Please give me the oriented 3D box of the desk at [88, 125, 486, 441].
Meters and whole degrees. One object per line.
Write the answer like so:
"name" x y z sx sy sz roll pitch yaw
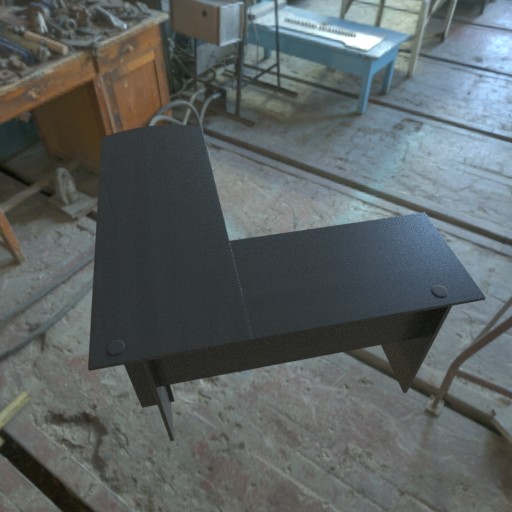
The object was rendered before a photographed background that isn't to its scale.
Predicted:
"desk" 0.000 0.000 2.122 1.303 0.716 1.361 -9 47 -8
